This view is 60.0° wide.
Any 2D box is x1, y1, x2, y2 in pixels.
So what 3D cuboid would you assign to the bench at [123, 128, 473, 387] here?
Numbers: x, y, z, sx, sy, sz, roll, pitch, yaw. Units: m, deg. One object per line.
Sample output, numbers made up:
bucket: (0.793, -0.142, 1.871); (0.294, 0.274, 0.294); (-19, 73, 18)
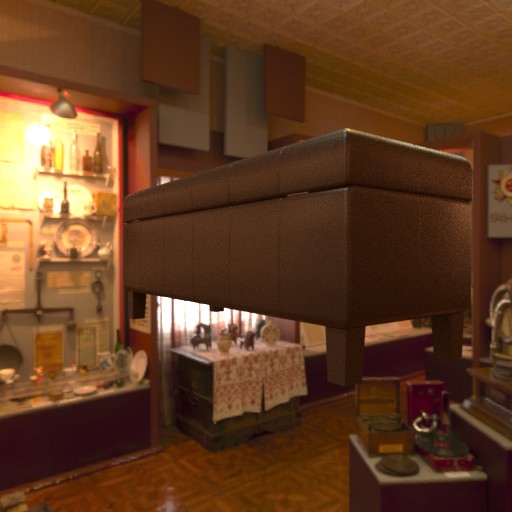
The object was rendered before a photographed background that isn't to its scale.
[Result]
bench: (0.000, 0.000, 1.314); (0.429, 0.457, 1.092); (0, 0, -36)
